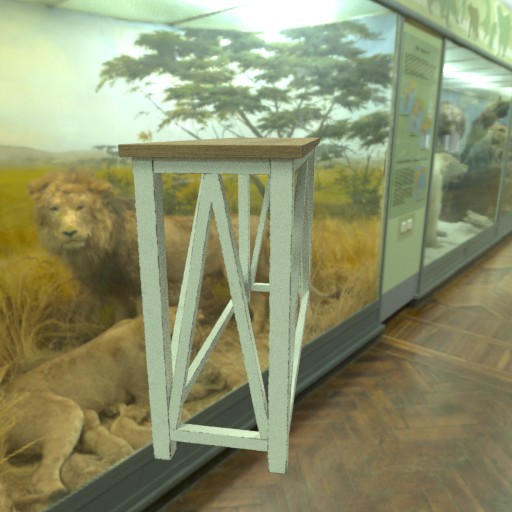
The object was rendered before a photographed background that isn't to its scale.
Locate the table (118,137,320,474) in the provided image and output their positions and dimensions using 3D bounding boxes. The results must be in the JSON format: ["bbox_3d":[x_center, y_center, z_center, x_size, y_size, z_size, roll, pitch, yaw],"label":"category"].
[{"bbox_3d":[0.000,0.000,1.835,0.450,0.930,1.400,3,16,9],"label":"table"}]
